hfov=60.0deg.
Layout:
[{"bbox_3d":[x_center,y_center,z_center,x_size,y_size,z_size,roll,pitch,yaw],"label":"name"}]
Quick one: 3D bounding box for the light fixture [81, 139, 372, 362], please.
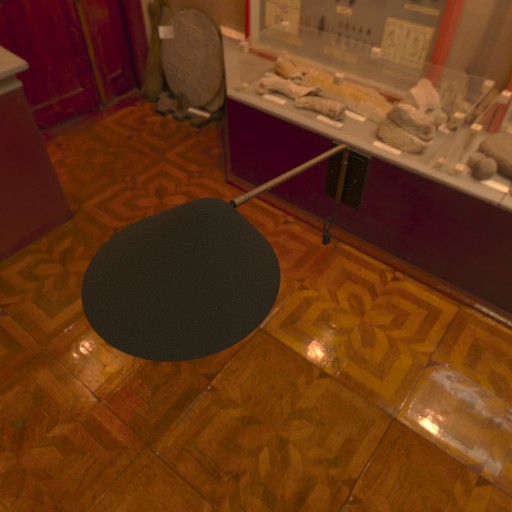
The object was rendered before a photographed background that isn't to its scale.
[{"bbox_3d":[0.000,0.000,0.673,0.240,0.312,0.516,32,55,26],"label":"light fixture"}]
